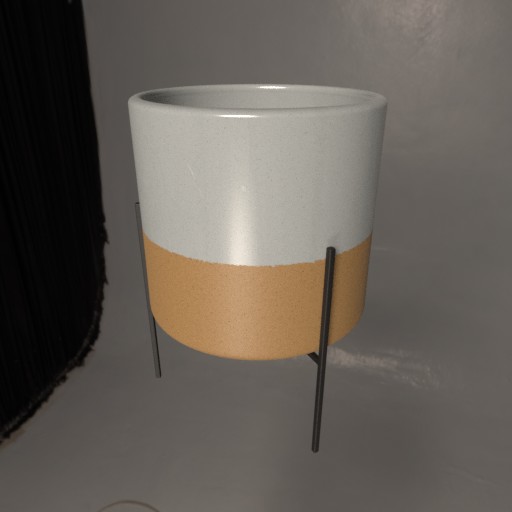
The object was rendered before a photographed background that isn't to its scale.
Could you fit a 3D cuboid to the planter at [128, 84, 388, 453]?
[{"bbox_3d":[0.000,0.000,0.623,0.310,0.432,0.310,7,26,15],"label":"planter"}]
